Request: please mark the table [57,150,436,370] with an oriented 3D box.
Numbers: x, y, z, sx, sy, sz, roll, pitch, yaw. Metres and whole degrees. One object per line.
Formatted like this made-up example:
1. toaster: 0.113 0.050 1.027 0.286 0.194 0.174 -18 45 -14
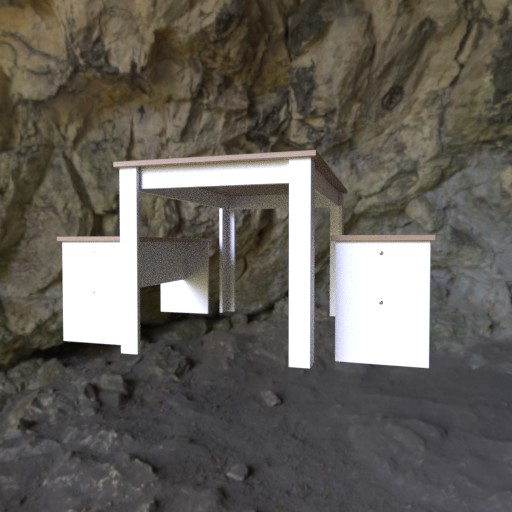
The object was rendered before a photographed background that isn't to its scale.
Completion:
1. table: 0.000 0.000 2.022 1.443 0.700 1.100 0 2 17
